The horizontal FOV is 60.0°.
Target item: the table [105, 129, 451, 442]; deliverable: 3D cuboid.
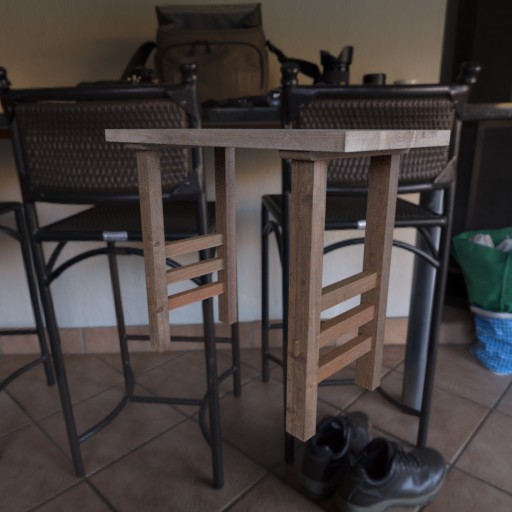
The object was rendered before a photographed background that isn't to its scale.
[{"bbox_3d":[0.000,0.000,1.666,0.556,0.914,1.119,-15,22,-43],"label":"table"}]
